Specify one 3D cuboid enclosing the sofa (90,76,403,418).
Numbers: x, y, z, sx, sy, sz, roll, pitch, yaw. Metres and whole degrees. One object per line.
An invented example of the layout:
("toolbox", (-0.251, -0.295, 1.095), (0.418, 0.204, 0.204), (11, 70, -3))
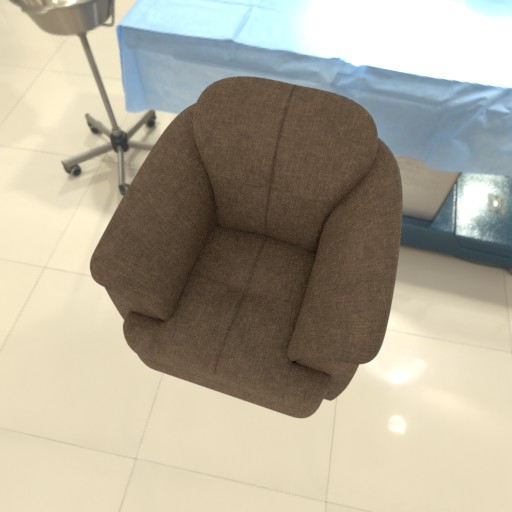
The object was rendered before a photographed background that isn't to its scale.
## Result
("sofa", (0.000, 0.000, 1.480), (0.870, 0.811, 0.794), (16, 59, 10))
